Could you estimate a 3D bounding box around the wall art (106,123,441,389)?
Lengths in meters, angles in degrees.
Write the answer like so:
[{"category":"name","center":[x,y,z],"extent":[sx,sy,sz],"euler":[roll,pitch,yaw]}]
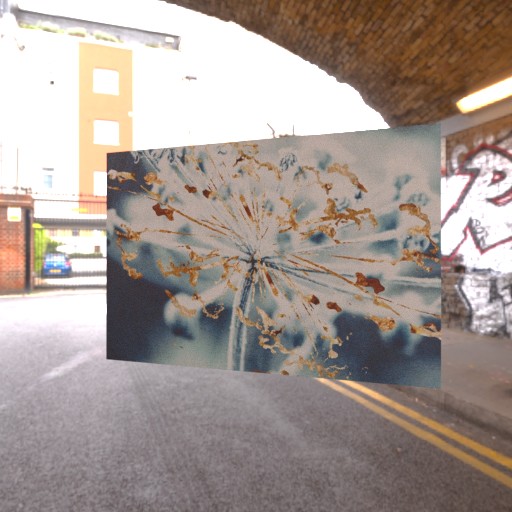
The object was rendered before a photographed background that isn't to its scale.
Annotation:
[{"category":"wall art","center":[0.000,0.000,0.790],"extent":[0.607,0.405,0.036],"euler":[0,0,19]}]
